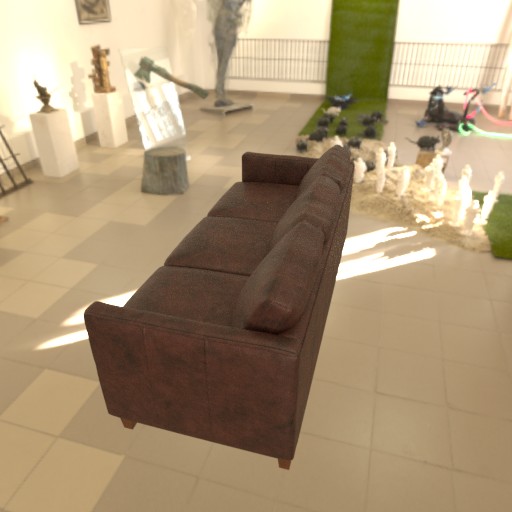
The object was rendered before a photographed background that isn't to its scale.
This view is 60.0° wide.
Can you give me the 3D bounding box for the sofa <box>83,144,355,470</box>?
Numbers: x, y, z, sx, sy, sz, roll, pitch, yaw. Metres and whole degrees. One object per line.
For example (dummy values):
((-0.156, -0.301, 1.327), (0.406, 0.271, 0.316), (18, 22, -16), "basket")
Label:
((0.000, 0.000, 3.001), (1.045, 1.006, 2.464), (8, 31, 14), "sofa")
